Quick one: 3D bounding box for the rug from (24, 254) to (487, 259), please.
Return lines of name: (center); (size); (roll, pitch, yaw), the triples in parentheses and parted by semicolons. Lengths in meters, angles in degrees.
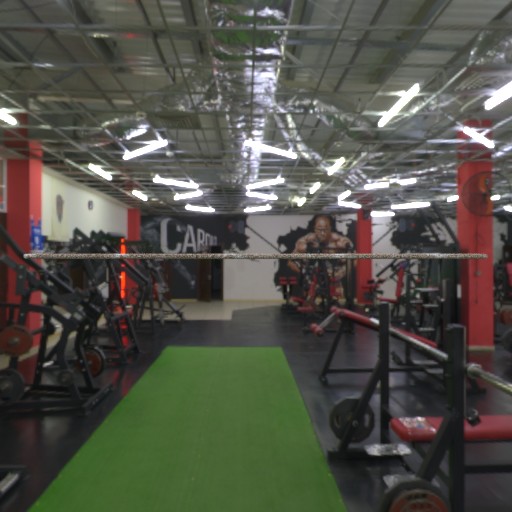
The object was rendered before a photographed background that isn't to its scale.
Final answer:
rug: (0.000, 0.000, 3.490); (2.743, 0.030, 1.778); (0, 0, 1)
